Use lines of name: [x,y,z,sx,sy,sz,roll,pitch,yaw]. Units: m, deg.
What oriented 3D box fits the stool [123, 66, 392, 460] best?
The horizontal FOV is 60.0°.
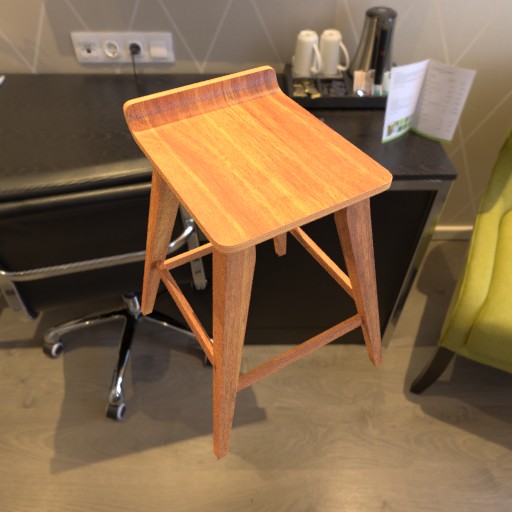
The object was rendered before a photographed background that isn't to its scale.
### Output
stool: [0.000,0.000,1.026,0.500,0.650,0.500,-23,50,-21]
